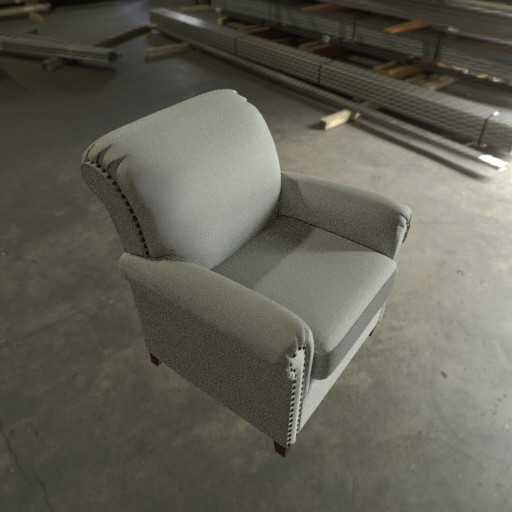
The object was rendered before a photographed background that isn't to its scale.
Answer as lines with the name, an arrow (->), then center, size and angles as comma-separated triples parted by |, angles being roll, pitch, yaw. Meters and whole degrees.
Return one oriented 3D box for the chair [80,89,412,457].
chair -> 0.000, 0.000, 1.591 | 0.890, 0.927, 0.854 | 25, 45, 28
